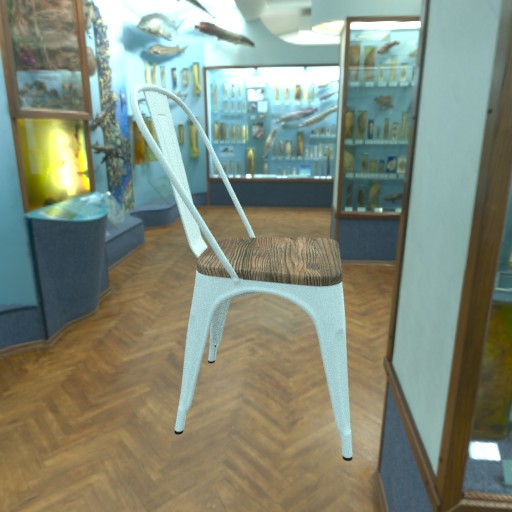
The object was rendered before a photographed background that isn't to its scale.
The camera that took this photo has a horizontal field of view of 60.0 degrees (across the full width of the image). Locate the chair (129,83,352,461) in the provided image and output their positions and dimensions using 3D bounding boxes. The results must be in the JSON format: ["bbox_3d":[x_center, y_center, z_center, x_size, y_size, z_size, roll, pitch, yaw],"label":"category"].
[{"bbox_3d":[0.000,0.000,1.167,0.521,0.851,0.452,2,16,8],"label":"chair"}]
